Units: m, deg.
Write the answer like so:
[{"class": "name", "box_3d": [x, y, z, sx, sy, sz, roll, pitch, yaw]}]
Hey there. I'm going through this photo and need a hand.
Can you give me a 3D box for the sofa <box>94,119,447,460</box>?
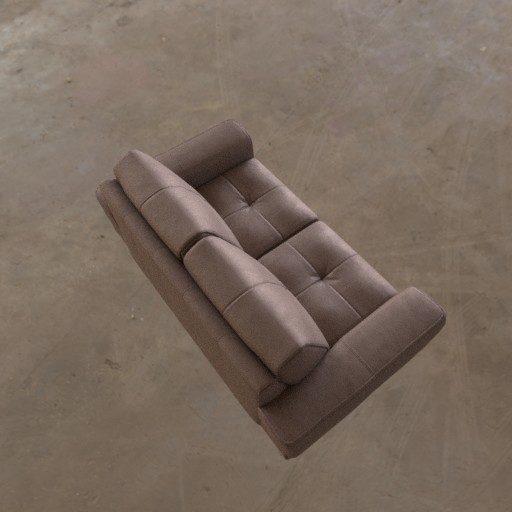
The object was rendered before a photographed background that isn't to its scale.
[{"class": "sofa", "box_3d": [0.000, 0.000, 2.401, 1.018, 0.907, 1.806, -33, 63, -19]}]
